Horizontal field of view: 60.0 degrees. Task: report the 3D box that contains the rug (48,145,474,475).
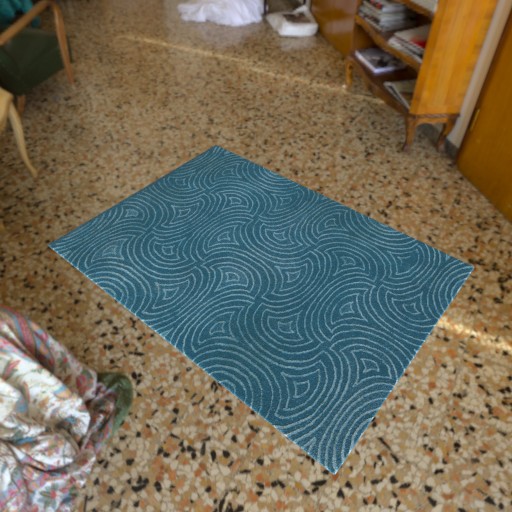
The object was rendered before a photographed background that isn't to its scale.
[{"bbox_3d":[0.000,0.000,2.741,2.144,0.015,1.543,31,53,27],"label":"rug"}]
